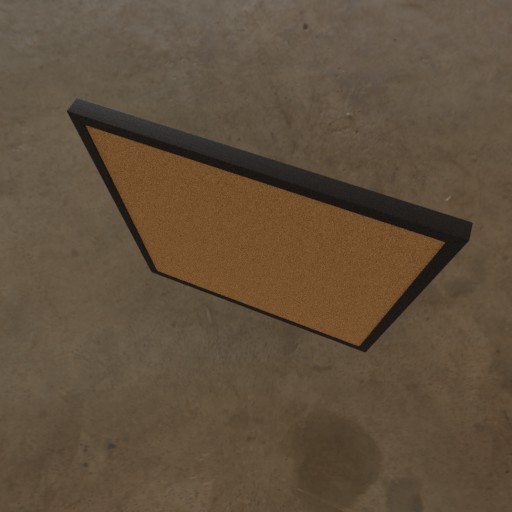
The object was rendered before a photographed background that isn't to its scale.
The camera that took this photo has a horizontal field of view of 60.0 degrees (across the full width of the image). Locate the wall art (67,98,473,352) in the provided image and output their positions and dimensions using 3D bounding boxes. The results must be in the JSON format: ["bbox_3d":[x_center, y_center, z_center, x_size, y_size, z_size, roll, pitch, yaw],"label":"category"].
[{"bbox_3d":[0.000,0.000,1.134,0.763,0.763,0.037,20,66,9],"label":"wall art"}]
